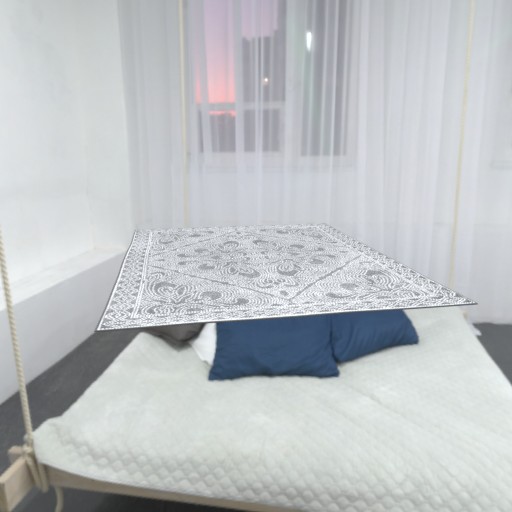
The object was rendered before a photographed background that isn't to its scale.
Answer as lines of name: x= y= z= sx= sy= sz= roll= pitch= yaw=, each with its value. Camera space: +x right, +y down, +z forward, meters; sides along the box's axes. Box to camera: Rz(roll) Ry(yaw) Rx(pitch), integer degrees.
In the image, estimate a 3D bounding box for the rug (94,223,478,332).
rug: x=0.000 y=0.000 z=4.144 sx=2.438 sy=0.012 sz=3.048 roll=-3 pitch=15 yaw=-10
